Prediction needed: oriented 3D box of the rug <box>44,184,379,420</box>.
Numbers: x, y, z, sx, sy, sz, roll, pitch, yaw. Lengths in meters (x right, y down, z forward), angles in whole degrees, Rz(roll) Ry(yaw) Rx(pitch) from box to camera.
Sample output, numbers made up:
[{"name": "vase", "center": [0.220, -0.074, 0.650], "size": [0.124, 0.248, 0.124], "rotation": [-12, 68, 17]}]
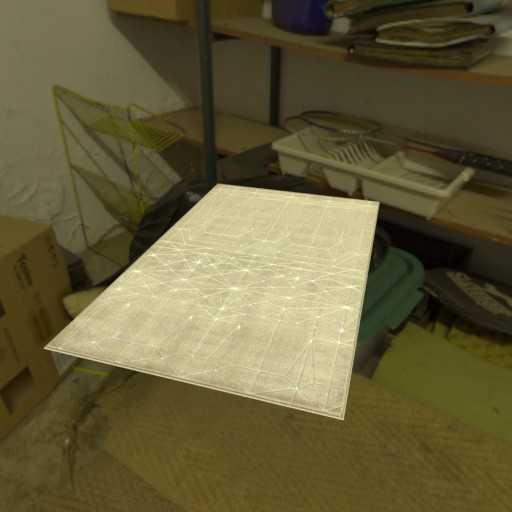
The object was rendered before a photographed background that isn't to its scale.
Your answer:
[{"name": "rug", "center": [0.000, 0.000, 3.083], "size": [1.524, 0.012, 2.438], "rotation": [9, 31, 15]}]
